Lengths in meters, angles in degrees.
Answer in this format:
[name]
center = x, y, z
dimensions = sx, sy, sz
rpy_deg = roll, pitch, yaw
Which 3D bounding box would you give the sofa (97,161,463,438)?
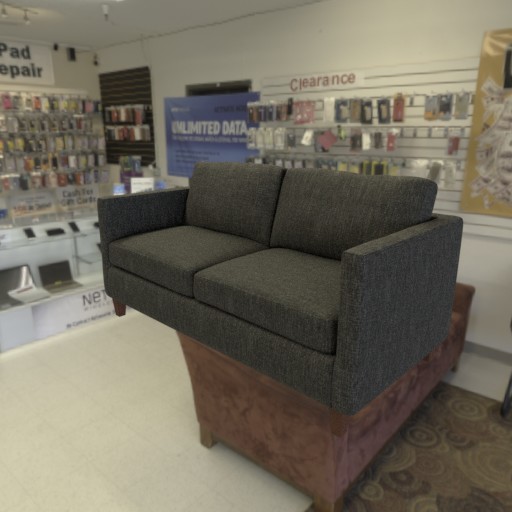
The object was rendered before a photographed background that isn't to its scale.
[sofa]
center = 0.000, 0.000, 2.474
dimensions = 1.884, 0.963, 0.950
rpy_deg = 15, 22, 42
